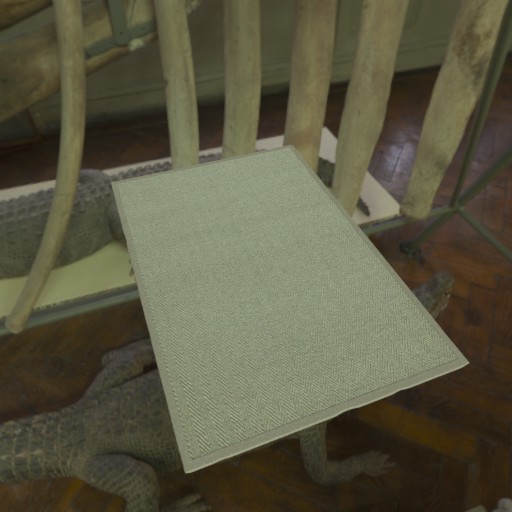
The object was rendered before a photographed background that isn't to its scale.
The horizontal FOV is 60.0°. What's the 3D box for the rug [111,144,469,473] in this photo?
[{"bbox_3d":[0.000,0.000,2.887,1.540,0.021,2.290,-15,48,-14],"label":"rug"}]
